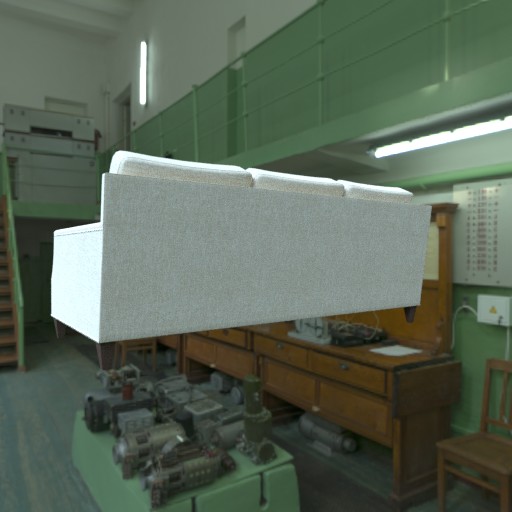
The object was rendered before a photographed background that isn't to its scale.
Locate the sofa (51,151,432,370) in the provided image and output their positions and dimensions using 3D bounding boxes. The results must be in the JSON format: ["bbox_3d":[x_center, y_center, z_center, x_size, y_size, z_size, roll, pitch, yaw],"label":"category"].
[{"bbox_3d":[0.000,0.000,2.802,2.210,0.940,1.041,0,1,-36],"label":"sofa"}]
